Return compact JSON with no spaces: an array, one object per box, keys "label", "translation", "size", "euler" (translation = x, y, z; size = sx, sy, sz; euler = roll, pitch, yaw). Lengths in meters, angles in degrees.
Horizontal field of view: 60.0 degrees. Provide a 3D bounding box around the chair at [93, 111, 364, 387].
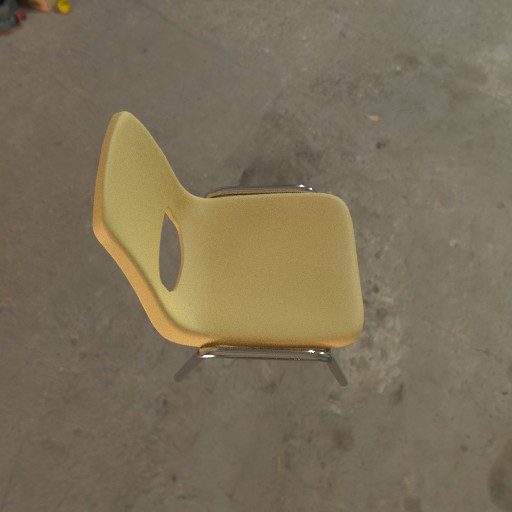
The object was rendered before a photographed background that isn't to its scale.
[{"label":"chair","translation":[0.000,0.000,0.780],"size":[0.385,0.536,0.354],"euler":[0,63,0]}]
